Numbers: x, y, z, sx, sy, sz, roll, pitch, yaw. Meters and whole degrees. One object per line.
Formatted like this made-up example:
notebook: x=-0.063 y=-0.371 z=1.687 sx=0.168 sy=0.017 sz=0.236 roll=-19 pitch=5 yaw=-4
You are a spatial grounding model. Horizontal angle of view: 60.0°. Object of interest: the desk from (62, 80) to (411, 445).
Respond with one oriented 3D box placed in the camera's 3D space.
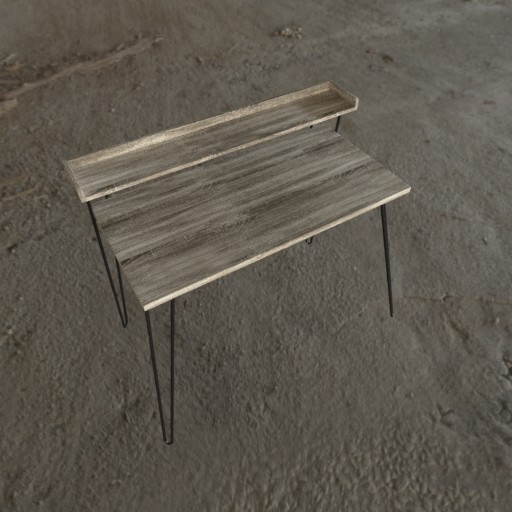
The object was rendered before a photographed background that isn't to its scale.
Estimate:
desk: x=0.000 y=0.000 z=1.685 sx=1.135 sy=0.899 sz=0.605 roll=-24 pitch=51 yaw=-21
